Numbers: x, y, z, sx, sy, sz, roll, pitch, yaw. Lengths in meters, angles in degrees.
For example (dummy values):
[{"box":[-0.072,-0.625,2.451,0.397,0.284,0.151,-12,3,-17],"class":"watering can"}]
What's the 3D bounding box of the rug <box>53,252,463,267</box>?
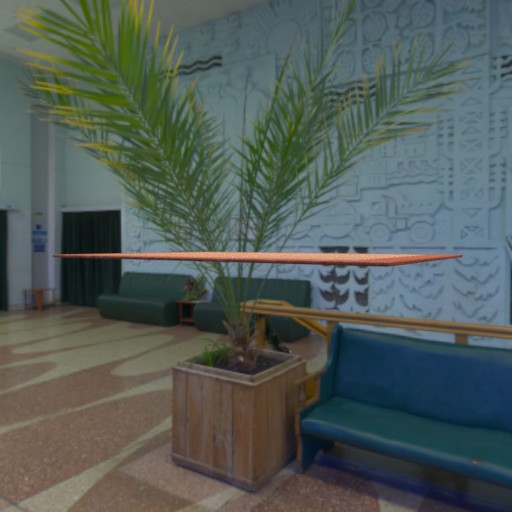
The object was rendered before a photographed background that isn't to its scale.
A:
[{"box":[0.000,0.000,2.375,1.829,0.014,1.219,1,2,35],"class":"rug"}]
